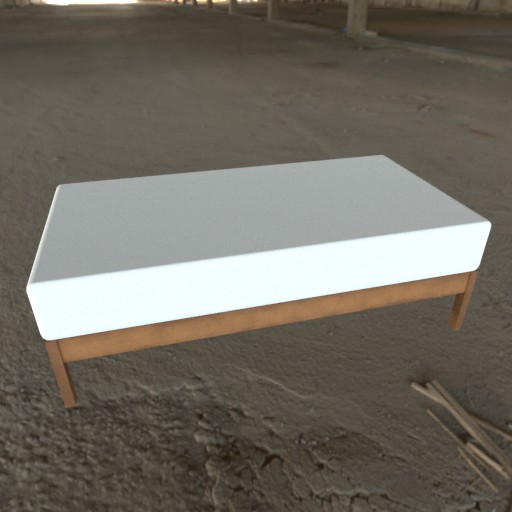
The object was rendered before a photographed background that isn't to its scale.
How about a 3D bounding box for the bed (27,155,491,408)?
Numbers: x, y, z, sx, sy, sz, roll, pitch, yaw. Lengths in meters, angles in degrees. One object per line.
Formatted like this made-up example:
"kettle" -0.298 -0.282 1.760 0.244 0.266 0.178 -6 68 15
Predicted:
"bed" 0.000 0.000 2.280 1.902 0.616 0.961 -8 32 -13
